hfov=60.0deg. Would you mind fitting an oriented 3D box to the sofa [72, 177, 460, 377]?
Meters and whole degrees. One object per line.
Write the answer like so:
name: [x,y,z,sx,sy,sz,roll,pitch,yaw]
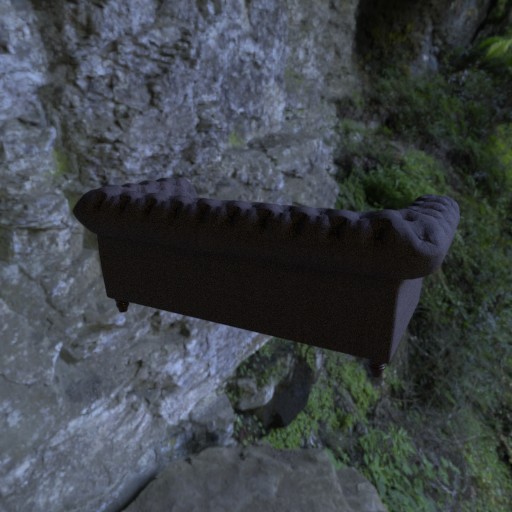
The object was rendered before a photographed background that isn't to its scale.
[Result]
sofa: [0.000,0.000,2.559,2.048,0.780,0.944,9,18,27]
